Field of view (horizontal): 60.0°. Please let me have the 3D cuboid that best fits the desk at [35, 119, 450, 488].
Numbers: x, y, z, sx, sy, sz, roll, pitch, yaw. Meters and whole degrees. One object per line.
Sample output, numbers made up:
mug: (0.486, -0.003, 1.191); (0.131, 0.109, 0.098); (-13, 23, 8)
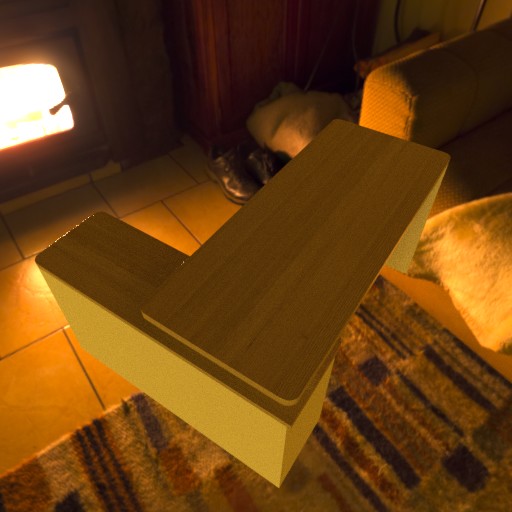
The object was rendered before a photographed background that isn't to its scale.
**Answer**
desk: (0.000, 0.000, 2.081); (1.175, 0.770, 1.400); (26, 52, 22)
